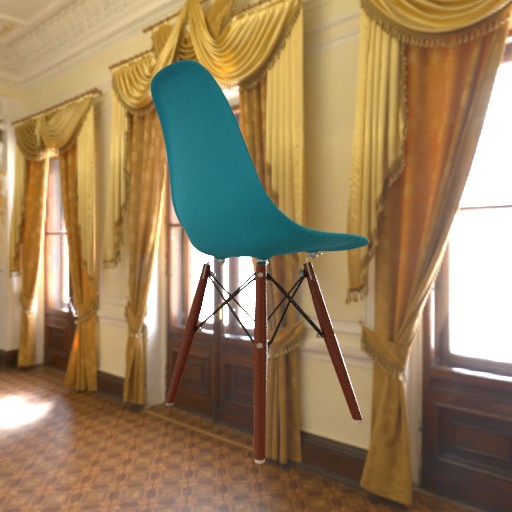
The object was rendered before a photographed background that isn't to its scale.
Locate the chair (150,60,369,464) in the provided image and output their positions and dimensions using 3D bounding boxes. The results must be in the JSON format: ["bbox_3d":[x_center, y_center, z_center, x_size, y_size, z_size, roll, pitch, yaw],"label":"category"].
[{"bbox_3d":[0.000,0.000,1.144,0.533,0.826,0.470,0,0,-38],"label":"chair"}]
